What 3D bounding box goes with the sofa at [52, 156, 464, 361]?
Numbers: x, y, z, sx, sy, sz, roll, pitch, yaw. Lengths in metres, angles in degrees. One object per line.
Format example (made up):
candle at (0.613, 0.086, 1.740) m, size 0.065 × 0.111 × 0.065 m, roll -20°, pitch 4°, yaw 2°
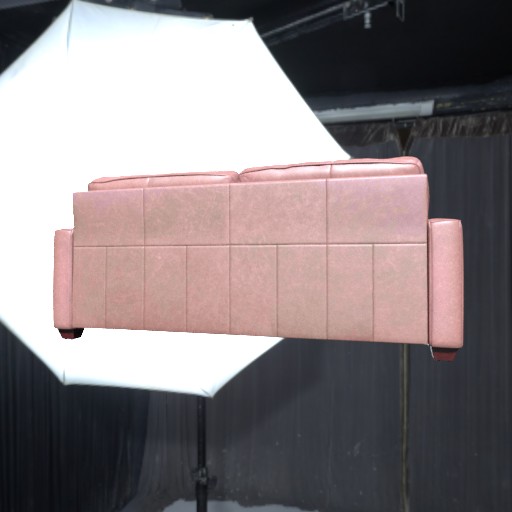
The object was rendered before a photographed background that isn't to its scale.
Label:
sofa at (0.000, 0.000, 2.554) m, size 2.080 × 0.919 × 0.940 m, roll 0°, pitch -1°, yaw 16°
